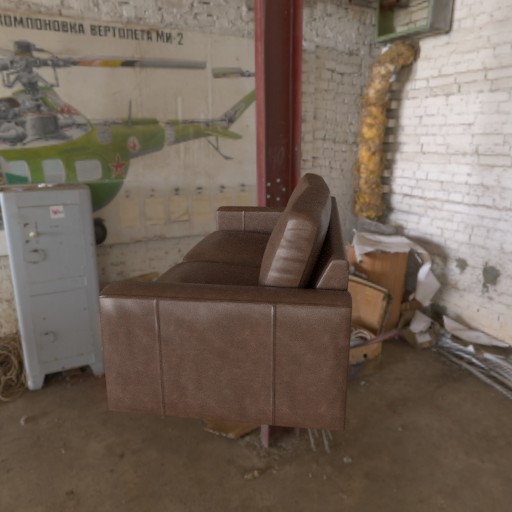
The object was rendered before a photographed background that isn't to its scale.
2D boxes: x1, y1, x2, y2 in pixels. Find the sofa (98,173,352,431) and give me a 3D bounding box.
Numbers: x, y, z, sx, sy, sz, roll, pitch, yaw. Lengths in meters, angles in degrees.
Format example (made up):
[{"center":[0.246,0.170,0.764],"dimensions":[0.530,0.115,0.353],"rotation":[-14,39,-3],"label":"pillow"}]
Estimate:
[{"center":[0.000,0.000,2.720],"dimensions":[1.016,0.873,2.179],"rotation":[2,15,8],"label":"sofa"}]
